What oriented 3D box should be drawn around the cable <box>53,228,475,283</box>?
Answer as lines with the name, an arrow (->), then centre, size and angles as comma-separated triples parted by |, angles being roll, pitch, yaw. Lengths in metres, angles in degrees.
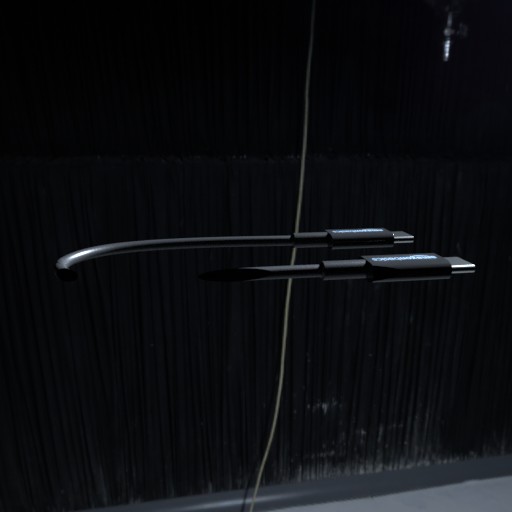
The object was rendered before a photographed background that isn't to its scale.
cable -> 0.000, 0.000, 0.115 | 0.098, 0.005, 0.041 | -2, 16, -8
